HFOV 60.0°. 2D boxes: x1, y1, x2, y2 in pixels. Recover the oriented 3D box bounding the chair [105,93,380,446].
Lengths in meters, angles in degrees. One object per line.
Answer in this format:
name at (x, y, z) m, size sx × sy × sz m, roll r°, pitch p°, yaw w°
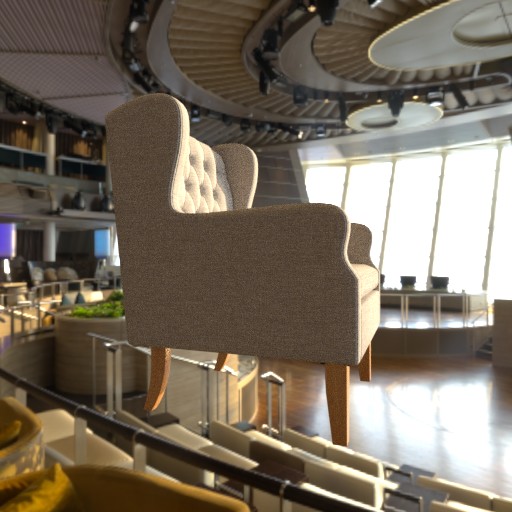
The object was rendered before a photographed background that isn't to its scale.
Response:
chair at (0.000, 0.000, 1.492) m, size 0.760 × 0.930 × 0.710 m, roll 0°, pitch 0°, yaw 20°
